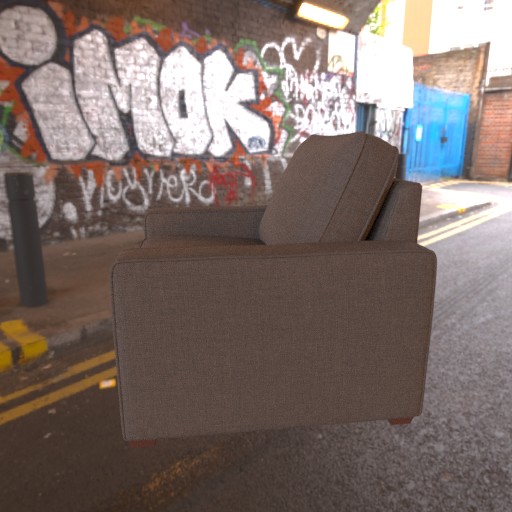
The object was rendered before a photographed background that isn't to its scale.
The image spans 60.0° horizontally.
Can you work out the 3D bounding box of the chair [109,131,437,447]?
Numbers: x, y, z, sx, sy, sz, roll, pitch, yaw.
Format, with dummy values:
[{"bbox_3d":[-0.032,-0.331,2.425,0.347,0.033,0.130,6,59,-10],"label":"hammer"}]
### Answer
[{"bbox_3d":[0.000,0.000,1.709,0.940,0.919,1.017,-2,14,-8],"label":"chair"}]
